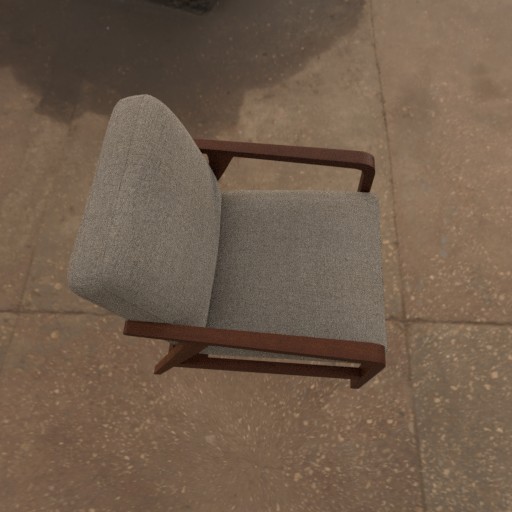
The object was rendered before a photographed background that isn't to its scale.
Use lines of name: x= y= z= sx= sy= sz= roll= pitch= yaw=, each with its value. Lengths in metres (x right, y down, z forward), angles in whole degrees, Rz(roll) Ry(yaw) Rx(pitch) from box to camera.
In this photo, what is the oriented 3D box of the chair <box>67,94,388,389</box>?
chair: x=0.000 y=0.000 z=1.465 sx=0.858 sy=0.847 sz=0.704 roll=4 pitch=65 yaw=2
